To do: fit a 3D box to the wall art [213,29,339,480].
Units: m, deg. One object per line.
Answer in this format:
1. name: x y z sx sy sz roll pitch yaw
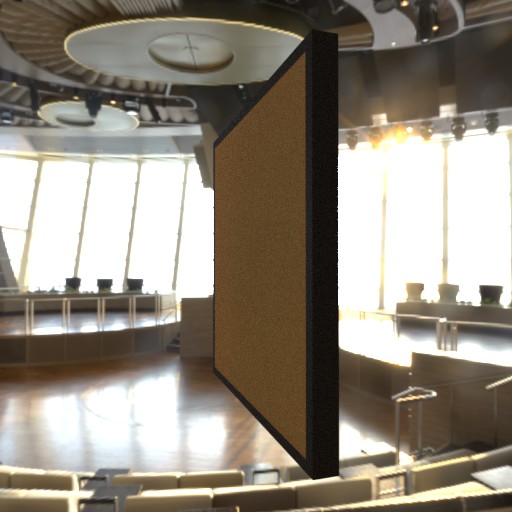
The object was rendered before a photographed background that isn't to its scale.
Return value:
1. wall art: 0.000 0.000 0.744 0.033 0.507 0.508 0 -1 -18
